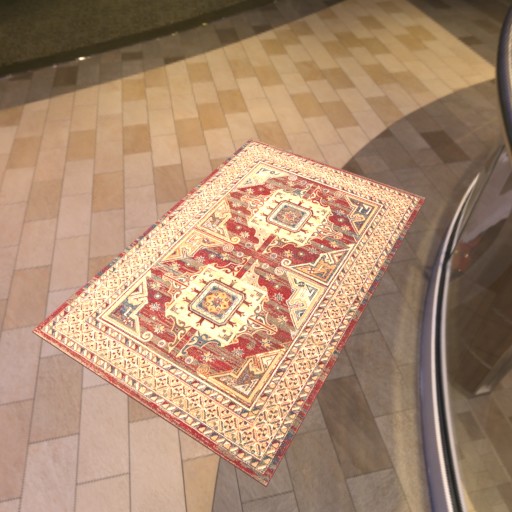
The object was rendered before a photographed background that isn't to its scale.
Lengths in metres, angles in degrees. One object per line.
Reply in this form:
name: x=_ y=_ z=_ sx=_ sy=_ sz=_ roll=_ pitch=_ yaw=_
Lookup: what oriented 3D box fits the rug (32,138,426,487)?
rug: x=0.000 y=0.000 z=5.718 sx=3.033 sy=0.033 sz=4.578 roll=24 pitch=52 yaw=21
